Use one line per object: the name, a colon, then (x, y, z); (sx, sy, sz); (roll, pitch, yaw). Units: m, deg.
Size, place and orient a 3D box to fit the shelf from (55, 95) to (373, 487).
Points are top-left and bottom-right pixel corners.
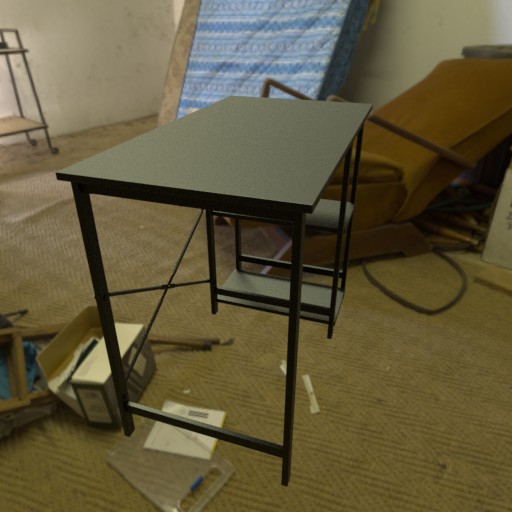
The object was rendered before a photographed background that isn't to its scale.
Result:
shelf: (0.000, 0.000, 1.325); (0.498, 0.749, 0.902); (9, 31, 16)
